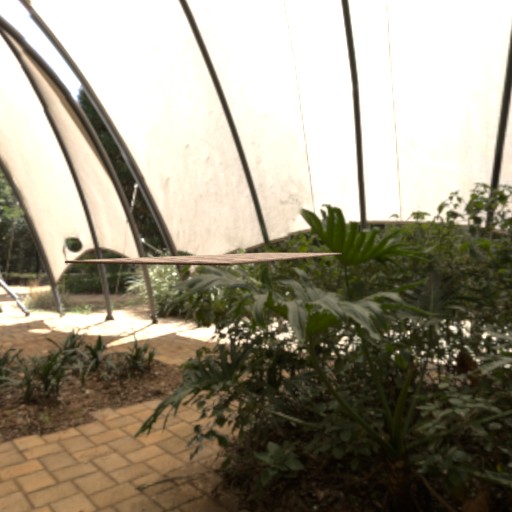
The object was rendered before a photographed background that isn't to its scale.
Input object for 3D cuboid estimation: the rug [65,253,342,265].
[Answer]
[{"bbox_3d":[0.000,0.000,2.715,0.685,0.013,2.437,0,1,20],"label":"rug"}]
